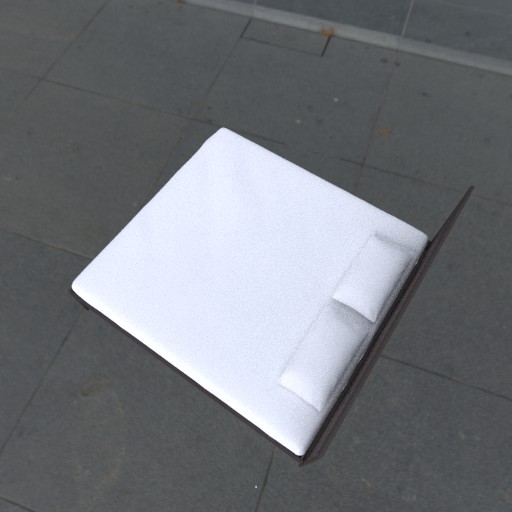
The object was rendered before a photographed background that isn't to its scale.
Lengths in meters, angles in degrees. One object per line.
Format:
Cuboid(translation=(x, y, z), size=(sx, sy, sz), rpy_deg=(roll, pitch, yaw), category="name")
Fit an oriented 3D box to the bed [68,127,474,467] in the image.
Cuboid(translation=(0.000, 0.000, 3.353), size=(2.151, 1.173, 1.993), rpy_deg=(31, 67, 15), category="bed")
